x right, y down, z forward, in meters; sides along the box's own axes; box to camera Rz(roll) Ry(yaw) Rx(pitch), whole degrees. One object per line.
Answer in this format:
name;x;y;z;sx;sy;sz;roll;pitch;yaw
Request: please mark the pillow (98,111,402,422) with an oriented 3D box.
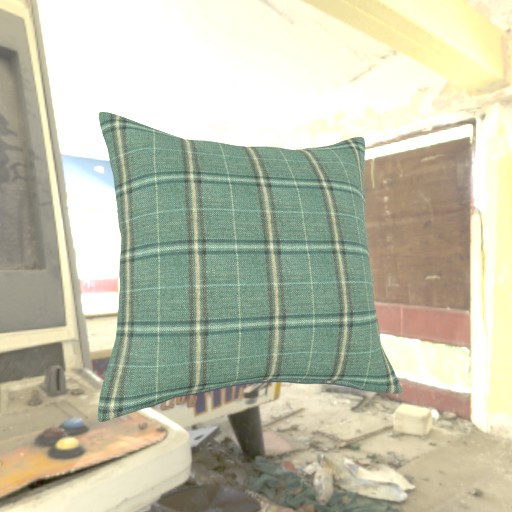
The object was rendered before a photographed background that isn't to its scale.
pillow;0.000;0.000;0.672;0.453;0.430;0.200;0;0;-19
